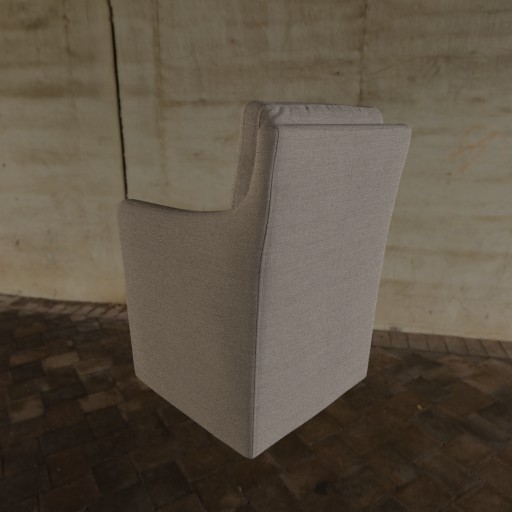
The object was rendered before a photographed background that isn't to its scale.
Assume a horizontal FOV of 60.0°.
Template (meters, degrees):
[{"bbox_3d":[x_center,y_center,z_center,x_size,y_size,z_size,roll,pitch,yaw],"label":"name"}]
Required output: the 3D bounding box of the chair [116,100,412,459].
[{"bbox_3d":[0.000,0.000,1.415,0.694,0.914,0.626,16,23,43],"label":"chair"}]
